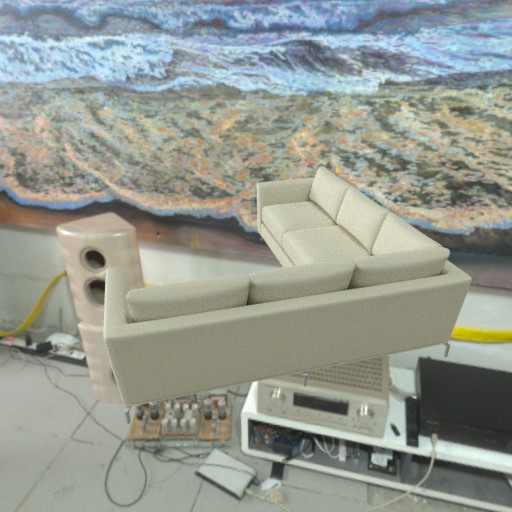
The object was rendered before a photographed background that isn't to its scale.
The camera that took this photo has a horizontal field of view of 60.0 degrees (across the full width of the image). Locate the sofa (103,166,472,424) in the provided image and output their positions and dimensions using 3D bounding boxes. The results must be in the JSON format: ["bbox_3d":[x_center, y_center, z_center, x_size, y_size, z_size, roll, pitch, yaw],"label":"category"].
[{"bbox_3d":[0.000,0.000,3.894,2.448,0.867,2.430,-7,28,-14],"label":"sofa"}]
